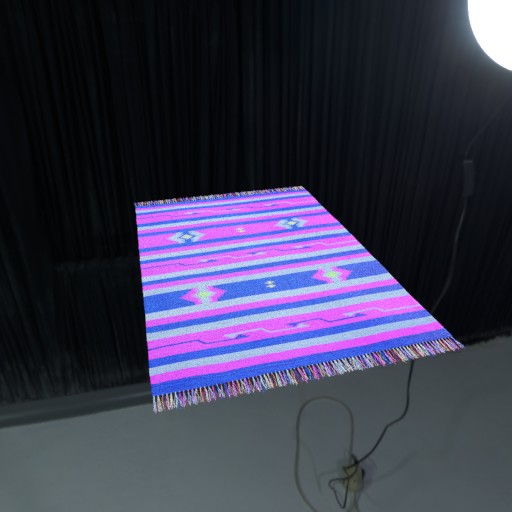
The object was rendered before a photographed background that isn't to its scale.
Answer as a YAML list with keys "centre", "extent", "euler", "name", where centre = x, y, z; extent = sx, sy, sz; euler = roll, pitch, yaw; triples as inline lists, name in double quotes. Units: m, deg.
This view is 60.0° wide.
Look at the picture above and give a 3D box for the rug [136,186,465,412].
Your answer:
- centre: [0.000, 0.000, 3.007]
  extent: [1.539, 0.013, 2.350]
  euler: [-8, 31, -13]
  name: "rug"
